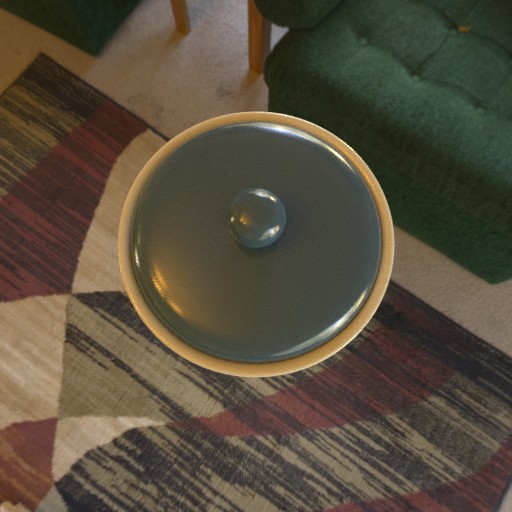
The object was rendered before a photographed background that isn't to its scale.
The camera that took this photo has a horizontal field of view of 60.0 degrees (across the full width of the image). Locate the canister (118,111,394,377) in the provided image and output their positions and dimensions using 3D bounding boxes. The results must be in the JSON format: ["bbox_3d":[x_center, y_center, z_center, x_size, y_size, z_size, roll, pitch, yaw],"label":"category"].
[{"bbox_3d":[0.000,0.000,0.348,0.182,0.208,0.182,0,76,0],"label":"canister"}]
